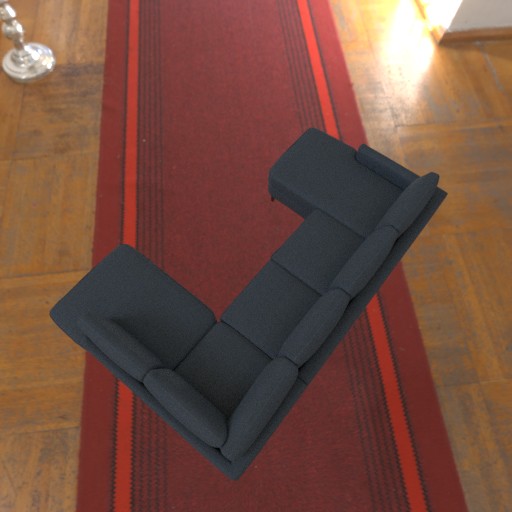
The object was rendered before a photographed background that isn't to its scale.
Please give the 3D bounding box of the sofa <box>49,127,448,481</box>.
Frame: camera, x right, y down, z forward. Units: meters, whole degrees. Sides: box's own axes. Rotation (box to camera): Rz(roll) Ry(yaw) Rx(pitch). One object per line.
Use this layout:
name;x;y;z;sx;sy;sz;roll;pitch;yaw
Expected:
sofa;0.000;0.000;3.832;1.984;0.858;2.975;36;70;16
